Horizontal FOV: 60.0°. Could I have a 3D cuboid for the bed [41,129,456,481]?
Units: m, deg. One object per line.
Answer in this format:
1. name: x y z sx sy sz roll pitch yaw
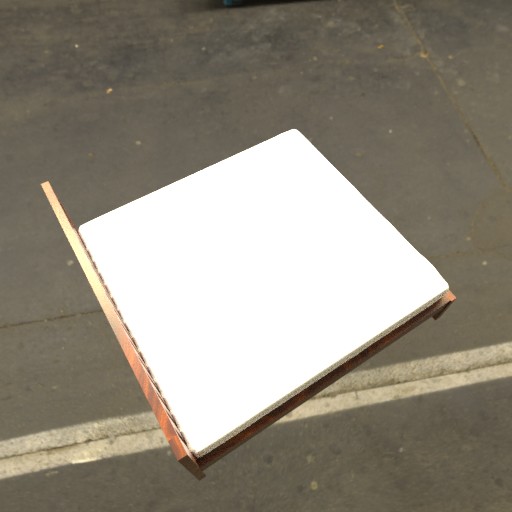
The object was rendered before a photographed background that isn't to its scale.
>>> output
1. bed: 0.000 0.000 3.055 2.030 0.890 1.905 -28 62 -16
